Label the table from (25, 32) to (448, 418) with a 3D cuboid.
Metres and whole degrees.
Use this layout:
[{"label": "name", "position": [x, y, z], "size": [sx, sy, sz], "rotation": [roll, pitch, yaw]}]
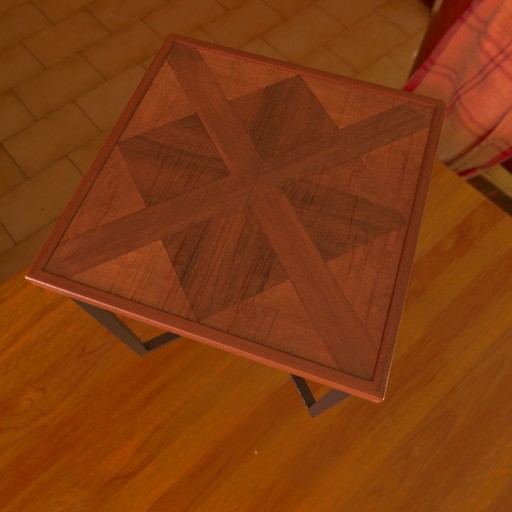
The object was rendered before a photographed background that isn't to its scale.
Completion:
[{"label": "table", "position": [0.000, 0.000, 0.929], "size": [0.503, 0.563, 0.503], "rotation": [17, 67, 8]}]
